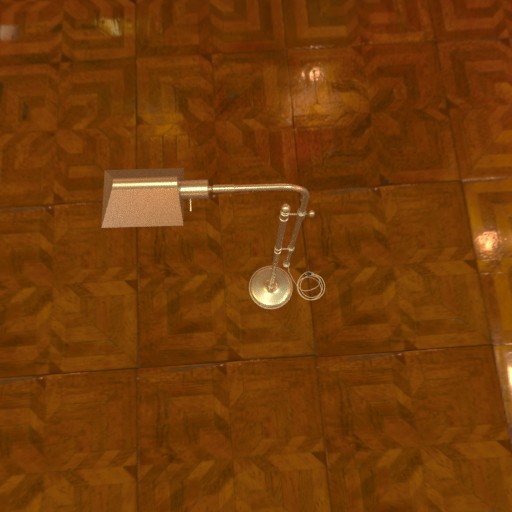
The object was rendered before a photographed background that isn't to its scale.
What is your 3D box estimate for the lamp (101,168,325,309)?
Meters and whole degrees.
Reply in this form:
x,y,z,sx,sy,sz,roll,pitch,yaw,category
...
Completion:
x,y,z,sx,sy,sz,roll,pitch,yaw,category
0.000,0.000,1.846,0.813,1.571,0.256,-2,76,0,lamp
